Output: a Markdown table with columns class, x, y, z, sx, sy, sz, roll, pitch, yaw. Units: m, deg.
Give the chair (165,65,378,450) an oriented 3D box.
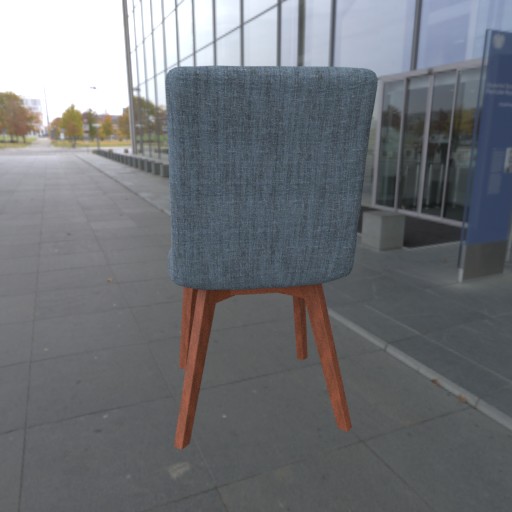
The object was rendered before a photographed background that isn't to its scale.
| class | x | y | z | sx | sy | sz | roll | pitch | yaw |
| --- | --- | --- | --- | --- | --- | --- | --- | --- | --- |
| chair | 0.000 | 0.000 | 1.308 | 0.522 | 0.974 | 0.563 | -2 | 15 | -9 |
